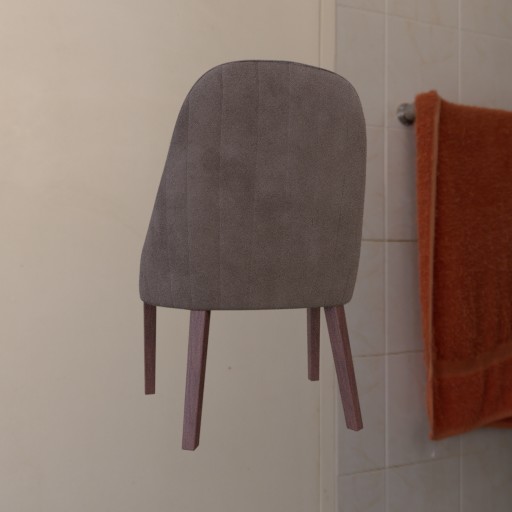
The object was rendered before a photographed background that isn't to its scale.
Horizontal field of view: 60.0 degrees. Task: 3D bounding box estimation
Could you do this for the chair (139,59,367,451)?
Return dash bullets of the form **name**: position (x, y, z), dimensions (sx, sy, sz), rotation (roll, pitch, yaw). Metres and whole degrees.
- **chair**: position (0.000, 0.000, 1.269), dimensions (0.643, 0.889, 0.575), rotation (0, 0, -16)
